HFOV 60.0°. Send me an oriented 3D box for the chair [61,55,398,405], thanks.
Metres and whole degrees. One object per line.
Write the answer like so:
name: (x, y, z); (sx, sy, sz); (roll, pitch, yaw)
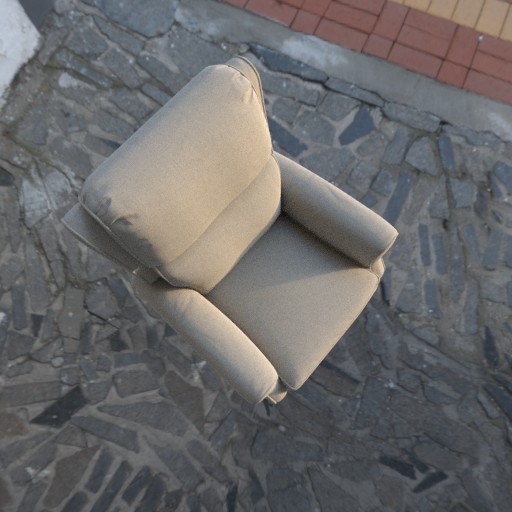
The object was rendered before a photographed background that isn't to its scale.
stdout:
chair: (0.000, 0.000, 1.743); (0.919, 1.046, 0.859); (40, 78, 10)
